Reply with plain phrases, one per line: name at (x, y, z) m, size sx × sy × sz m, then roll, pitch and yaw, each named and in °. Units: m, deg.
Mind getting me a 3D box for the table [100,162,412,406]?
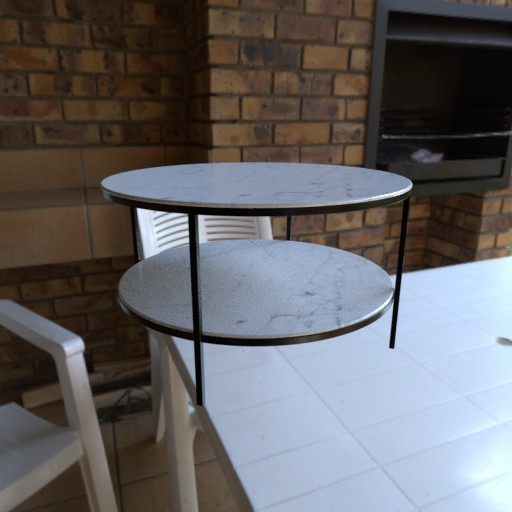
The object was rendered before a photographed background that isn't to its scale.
table at (0.000, 0.000, 1.263) m, size 0.800 × 0.450 × 0.800 m, roll 0°, pitch 17°, yaw 0°
